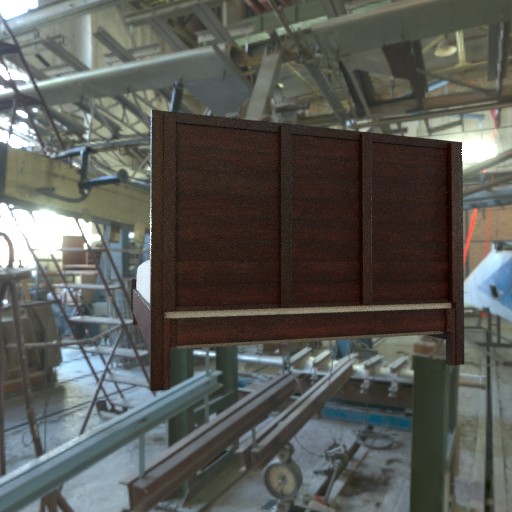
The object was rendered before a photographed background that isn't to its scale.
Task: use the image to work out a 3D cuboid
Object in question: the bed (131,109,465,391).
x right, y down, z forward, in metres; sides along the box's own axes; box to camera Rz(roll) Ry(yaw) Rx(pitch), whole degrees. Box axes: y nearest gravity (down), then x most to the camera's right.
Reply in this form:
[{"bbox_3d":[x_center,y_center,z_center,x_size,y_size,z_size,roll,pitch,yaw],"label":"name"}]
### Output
[{"bbox_3d":[0.000,0.000,3.946,2.040,1.492,2.803,0,-1,-18],"label":"bed"}]
